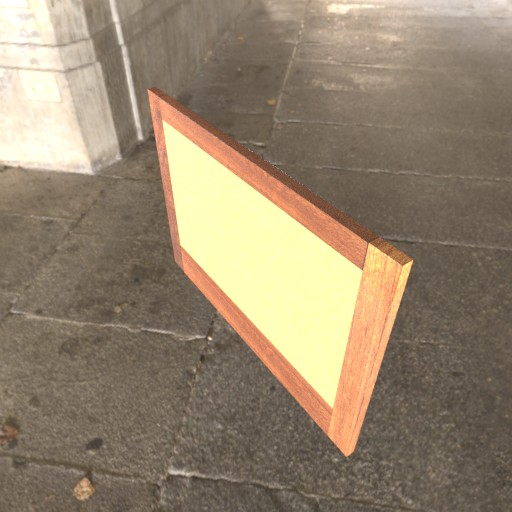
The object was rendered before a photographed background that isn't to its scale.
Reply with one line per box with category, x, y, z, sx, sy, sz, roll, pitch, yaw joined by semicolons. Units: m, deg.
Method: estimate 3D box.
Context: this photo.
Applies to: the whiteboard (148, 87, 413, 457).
whiteboard;0.000;0.000;1.032;0.083;0.559;0.783;-25;47;-26
